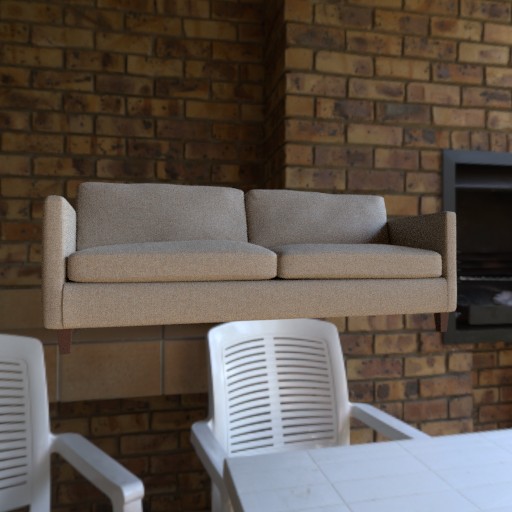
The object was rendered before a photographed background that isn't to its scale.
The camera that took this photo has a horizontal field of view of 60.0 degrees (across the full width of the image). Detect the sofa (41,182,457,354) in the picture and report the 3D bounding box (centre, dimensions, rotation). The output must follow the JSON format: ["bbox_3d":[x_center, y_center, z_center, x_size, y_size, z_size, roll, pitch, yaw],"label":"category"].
[{"bbox_3d":[0.000,0.000,2.888,2.434,0.965,0.951,0,-1,-18],"label":"sofa"}]
